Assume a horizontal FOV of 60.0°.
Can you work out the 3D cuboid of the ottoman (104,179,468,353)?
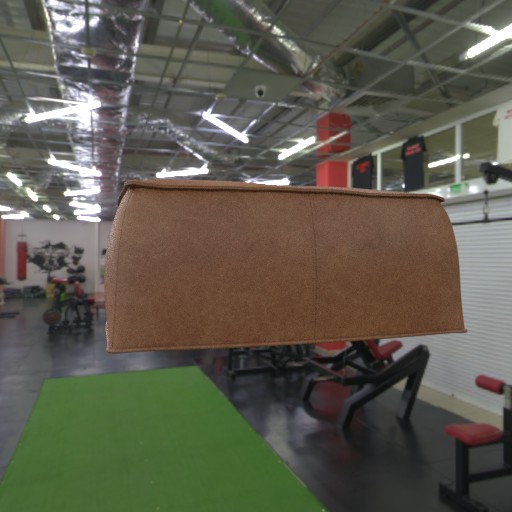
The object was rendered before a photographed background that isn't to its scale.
[{"bbox_3d":[0.000,0.000,1.396,0.902,0.395,0.901,0,-1,-17],"label":"ottoman"}]
